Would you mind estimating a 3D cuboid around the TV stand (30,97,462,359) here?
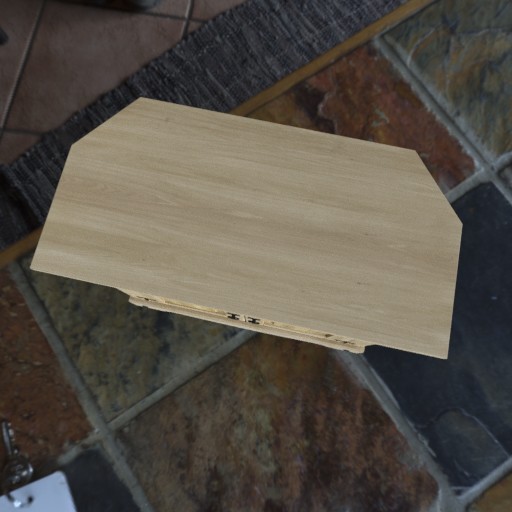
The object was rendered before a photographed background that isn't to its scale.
[{"bbox_3d":[0.000,0.000,1.308,0.851,0.781,0.425,12,77,3],"label":"TV stand"}]
